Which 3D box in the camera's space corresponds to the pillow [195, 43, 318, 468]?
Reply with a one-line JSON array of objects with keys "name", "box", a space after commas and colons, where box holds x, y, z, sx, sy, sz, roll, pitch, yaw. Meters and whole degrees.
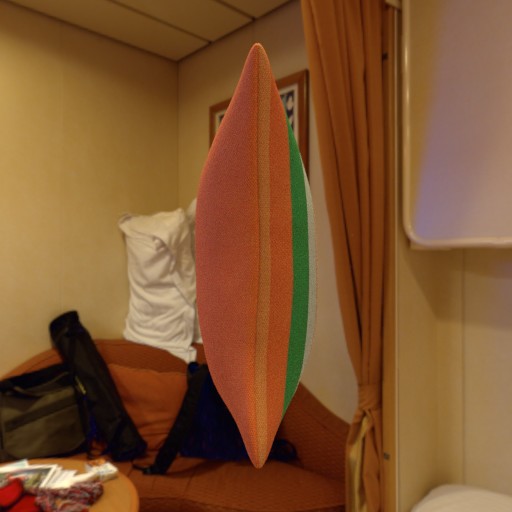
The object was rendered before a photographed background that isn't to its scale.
[{"name": "pillow", "box": [0.000, 0.000, 0.685, 0.169, 0.444, 0.453, 0, -1, 0]}]
